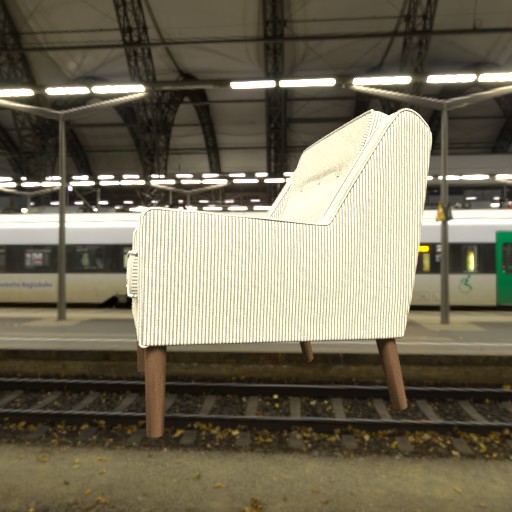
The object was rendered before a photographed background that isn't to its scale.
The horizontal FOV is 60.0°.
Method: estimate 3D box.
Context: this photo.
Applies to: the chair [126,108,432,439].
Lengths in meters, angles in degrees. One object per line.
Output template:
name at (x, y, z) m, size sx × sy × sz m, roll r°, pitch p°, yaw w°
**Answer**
chair at (0.000, 0.000, 1.328) m, size 0.743 × 0.792 × 0.663 m, roll 0°, pitch -1°, yaw -17°
